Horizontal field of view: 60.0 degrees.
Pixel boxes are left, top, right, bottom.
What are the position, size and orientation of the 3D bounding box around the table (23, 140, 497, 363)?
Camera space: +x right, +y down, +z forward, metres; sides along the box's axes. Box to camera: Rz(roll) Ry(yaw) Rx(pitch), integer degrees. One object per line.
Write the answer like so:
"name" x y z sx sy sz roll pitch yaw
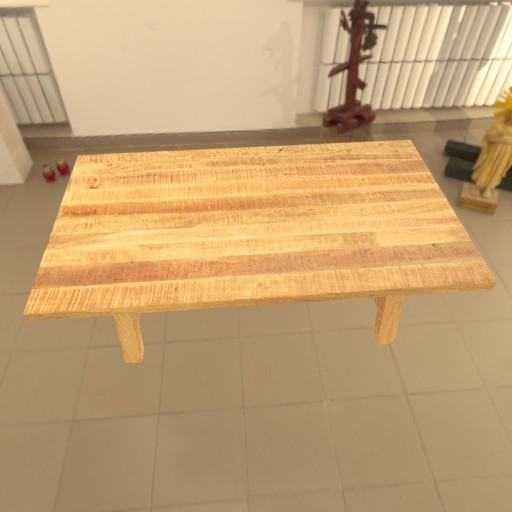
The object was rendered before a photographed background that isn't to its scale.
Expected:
"table" 0.000 0.000 1.655 1.320 0.455 0.760 -3 46 -3
